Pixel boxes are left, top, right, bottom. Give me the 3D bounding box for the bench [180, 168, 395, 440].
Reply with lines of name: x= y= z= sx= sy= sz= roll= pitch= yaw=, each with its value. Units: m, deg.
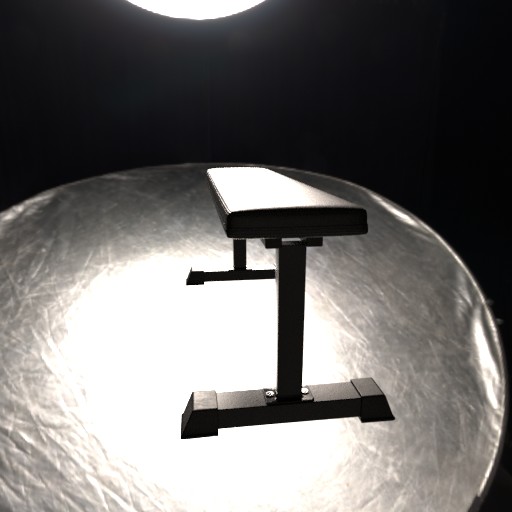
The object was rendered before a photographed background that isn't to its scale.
bench: x=0.000 y=0.000 z=1.312 sx=0.439 sy=0.453 sz=1.072 roll=-2 pitch=15 yaw=-8
